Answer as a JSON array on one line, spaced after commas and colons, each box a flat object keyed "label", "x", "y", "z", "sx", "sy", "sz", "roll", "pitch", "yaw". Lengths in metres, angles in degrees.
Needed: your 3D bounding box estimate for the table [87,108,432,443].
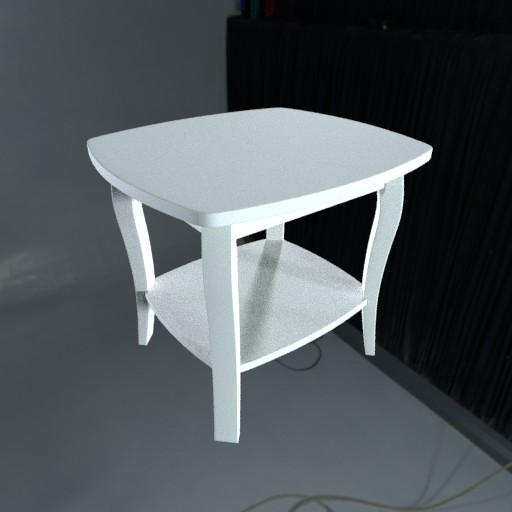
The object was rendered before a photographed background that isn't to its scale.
[{"label": "table", "x": 0.000, "y": 0.000, "z": 0.851, "sx": 0.502, "sy": 0.438, "sz": 0.451, "roll": -21, "pitch": 36, "yaw": -32}]
